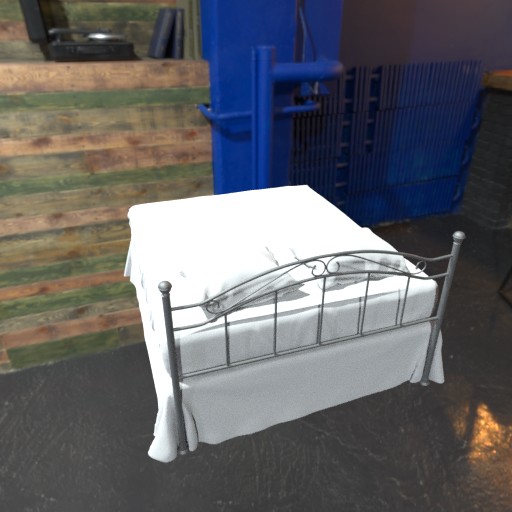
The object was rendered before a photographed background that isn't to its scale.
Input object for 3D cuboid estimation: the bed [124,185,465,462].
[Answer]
[{"bbox_3d":[0.000,0.000,3.285,1.936,1.080,2.215,-9,29,-17],"label":"bed"}]
